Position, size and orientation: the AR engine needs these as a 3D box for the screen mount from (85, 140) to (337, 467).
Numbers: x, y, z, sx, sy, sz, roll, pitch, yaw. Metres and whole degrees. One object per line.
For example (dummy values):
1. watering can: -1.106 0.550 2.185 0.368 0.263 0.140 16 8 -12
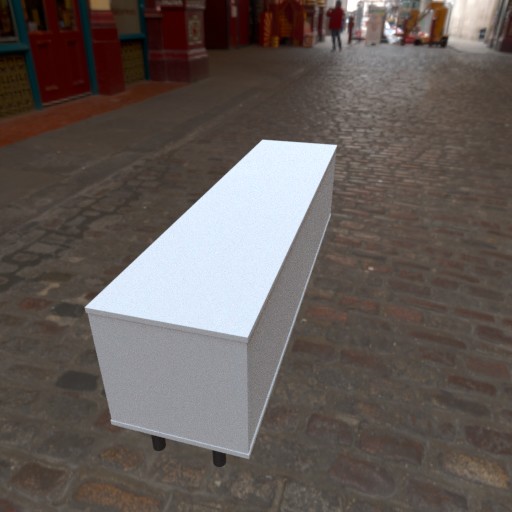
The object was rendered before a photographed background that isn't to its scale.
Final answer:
1. screen mount: 0.000 0.000 1.794 0.418 0.520 1.600 8 30 14
